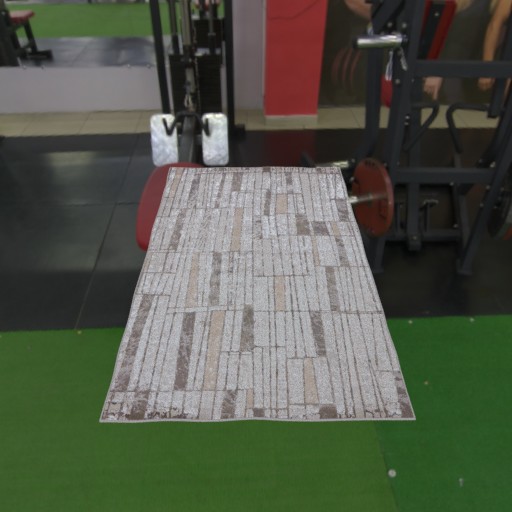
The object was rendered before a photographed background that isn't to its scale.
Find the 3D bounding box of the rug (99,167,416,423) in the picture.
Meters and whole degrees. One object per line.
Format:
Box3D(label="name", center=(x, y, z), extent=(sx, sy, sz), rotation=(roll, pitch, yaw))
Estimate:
Box3D(label="rug", center=(0.000, 0.000, 3.056), extent=(1.531, 0.023, 2.444), rotation=(0, 41, 0))
